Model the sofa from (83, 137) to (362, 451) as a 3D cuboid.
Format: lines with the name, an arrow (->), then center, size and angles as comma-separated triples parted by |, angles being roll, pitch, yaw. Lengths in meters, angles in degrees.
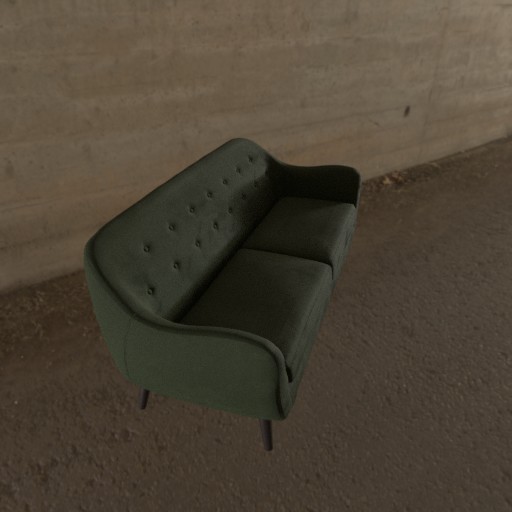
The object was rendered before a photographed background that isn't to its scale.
sofa -> 0.000, 0.000, 2.300 | 0.820, 0.836, 1.840 | 10, 32, 17
